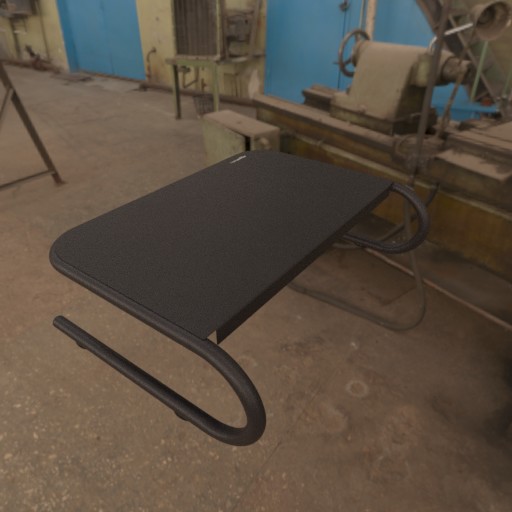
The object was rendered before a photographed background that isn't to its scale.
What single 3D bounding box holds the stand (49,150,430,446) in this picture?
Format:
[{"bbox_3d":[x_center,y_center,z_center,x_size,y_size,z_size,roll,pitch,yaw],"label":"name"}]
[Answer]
[{"bbox_3d":[0.000,0.000,0.510,0.280,0.108,0.370,22,39,30],"label":"stand"}]
